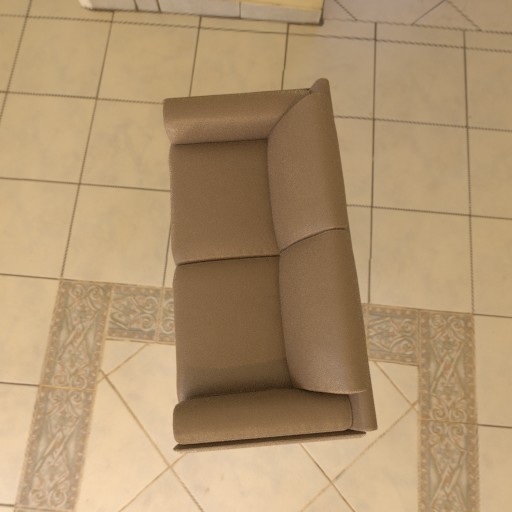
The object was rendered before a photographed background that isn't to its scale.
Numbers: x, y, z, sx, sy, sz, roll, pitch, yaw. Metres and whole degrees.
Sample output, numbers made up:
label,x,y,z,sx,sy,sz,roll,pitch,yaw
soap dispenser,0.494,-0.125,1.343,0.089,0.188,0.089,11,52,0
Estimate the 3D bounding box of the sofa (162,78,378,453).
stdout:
label,x,y,z,sx,sy,sz,roll,pitch,yaw
sofa,0.000,0.000,2.668,1.049,0.930,2.101,-4,75,-1
